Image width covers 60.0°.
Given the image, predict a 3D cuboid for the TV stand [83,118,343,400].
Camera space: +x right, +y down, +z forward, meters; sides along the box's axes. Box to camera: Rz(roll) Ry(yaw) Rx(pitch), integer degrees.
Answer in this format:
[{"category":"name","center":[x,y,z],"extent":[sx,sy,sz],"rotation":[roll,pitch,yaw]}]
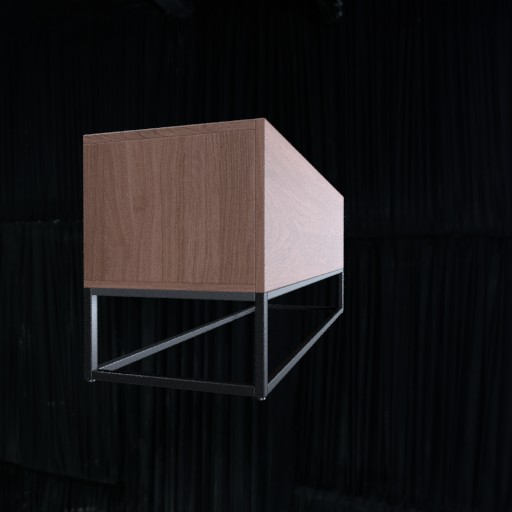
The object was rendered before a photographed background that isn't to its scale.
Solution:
[{"category":"TV stand","center":[0.000,0.000,1.416],"extent":[0.415,0.500,1.200],"rotation":[0,1,18]}]
